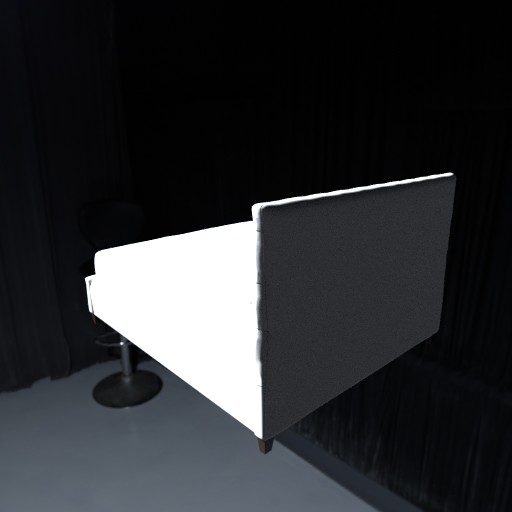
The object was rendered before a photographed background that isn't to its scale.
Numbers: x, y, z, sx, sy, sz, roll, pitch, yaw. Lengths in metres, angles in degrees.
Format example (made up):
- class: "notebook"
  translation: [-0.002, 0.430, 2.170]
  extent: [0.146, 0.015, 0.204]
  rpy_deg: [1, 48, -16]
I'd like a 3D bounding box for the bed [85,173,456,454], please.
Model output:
- class: "bed"
  translation: [0.000, 0.000, 3.771]
  extent: [2.078, 1.427, 2.387]
  rpy_deg: [-15, 22, -40]
